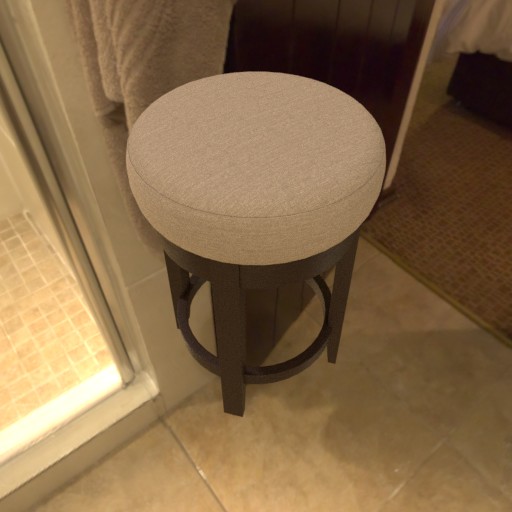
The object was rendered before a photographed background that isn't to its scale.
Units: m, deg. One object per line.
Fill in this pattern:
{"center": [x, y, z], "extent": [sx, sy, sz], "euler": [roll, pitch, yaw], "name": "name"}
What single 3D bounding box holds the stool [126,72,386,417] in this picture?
{"center": [0.000, 0.000, 0.969], "extent": [0.443, 0.672, 0.443], "euler": [0, 47, 0], "name": "stool"}
